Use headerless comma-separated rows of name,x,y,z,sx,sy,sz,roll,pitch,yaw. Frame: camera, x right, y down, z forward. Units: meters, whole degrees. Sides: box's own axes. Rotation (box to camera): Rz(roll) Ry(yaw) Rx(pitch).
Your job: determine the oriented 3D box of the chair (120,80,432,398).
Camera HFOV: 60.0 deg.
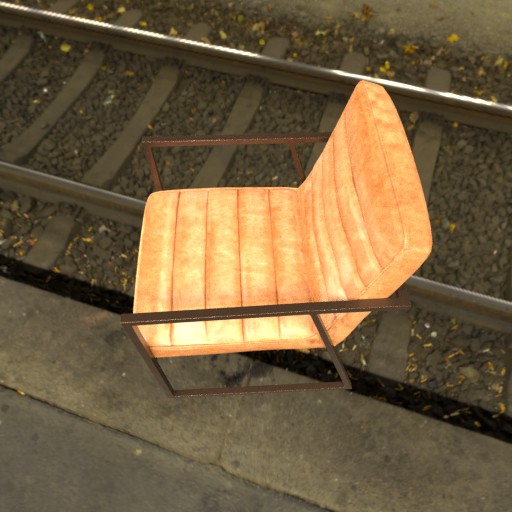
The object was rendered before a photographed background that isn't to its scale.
chair,0.000,0.000,1.276,0.677,0.832,0.571,-2,58,-1
